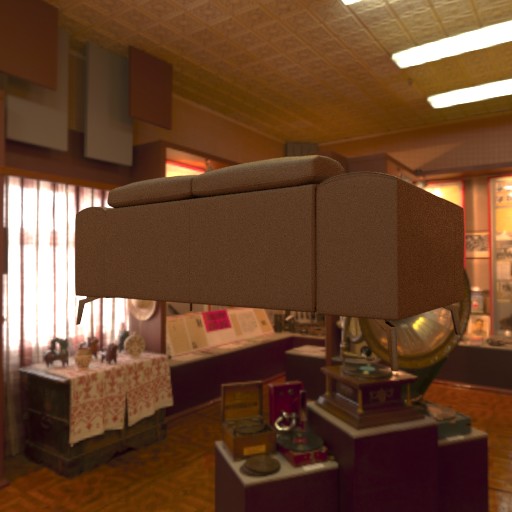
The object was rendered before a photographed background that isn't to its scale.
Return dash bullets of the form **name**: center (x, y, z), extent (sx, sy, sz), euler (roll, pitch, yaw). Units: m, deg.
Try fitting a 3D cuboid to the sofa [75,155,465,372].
- **sofa**: center (0.000, 0.000, 2.371), extent (1.895, 0.779, 1.003), euler (-1, -1, 37)
